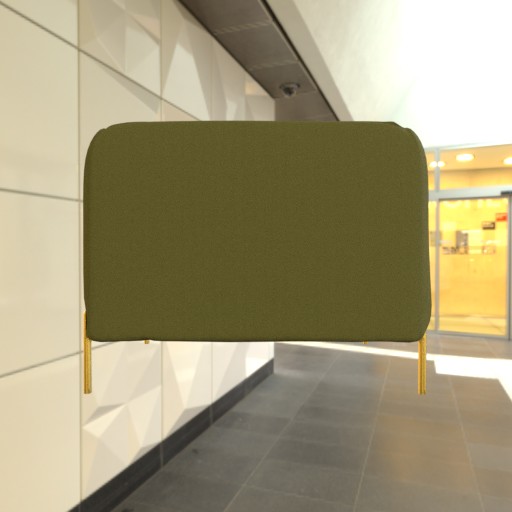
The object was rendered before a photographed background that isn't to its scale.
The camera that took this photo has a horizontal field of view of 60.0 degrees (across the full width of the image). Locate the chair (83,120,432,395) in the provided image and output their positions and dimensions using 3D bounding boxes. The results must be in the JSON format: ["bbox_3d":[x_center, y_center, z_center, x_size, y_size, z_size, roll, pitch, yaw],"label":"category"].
[{"bbox_3d":[0.000,0.000,1.655,1.032,0.794,0.877,0,1,0],"label":"chair"}]
